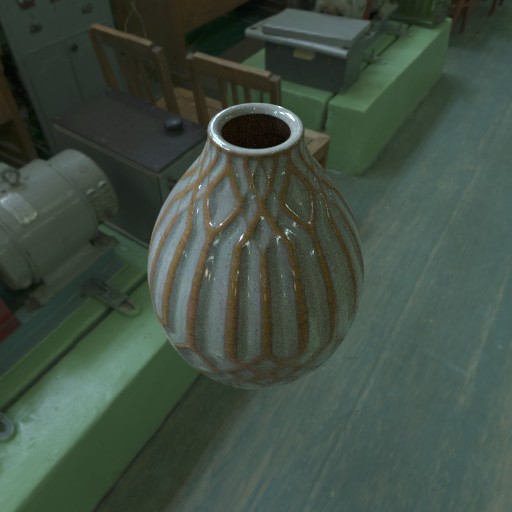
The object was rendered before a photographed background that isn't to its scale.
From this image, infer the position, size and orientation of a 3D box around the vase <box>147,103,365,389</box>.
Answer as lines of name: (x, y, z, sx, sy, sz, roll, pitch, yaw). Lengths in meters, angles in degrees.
vase: (0.000, 0.000, 0.266, 0.131, 0.175, 0.131, 0, 47, 0)
